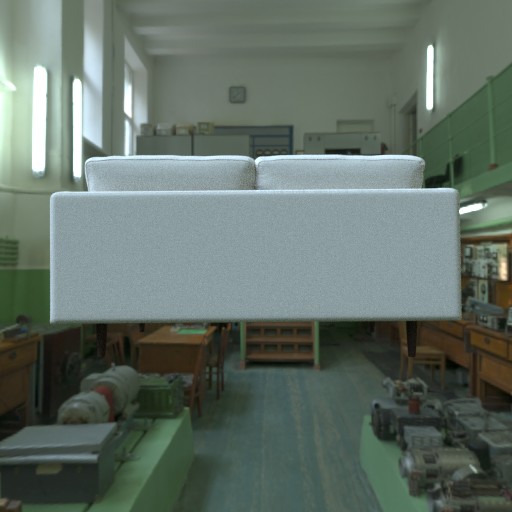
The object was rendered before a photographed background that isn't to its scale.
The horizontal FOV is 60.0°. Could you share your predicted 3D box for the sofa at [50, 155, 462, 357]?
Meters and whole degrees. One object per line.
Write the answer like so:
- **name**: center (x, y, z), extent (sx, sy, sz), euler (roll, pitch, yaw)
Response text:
- **sofa**: center (0.000, 0.000, 2.285), extent (1.713, 0.893, 0.940), euler (0, -1, 0)
